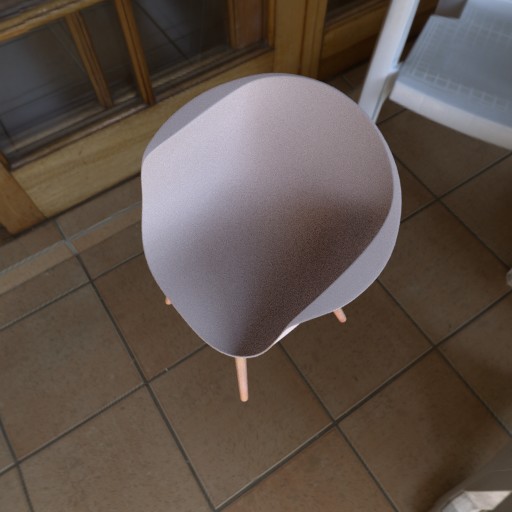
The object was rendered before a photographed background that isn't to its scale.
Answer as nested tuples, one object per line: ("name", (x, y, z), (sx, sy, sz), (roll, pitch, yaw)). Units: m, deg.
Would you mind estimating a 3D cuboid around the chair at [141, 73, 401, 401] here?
("chair", (0.000, 0.000, 1.178), (0.504, 0.781, 0.593), (-36, 68, -17))
